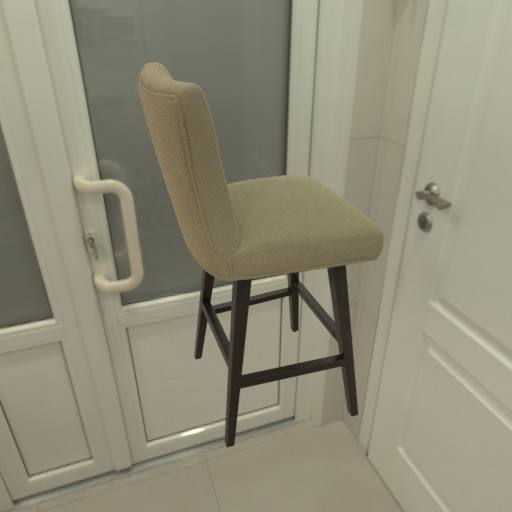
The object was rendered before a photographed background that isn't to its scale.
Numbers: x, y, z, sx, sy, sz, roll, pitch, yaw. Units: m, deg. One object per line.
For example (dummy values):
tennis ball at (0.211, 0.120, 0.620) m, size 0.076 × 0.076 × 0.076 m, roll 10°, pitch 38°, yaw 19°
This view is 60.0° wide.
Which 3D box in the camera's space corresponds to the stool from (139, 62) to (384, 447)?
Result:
stool at (0.000, 0.000, 1.381) m, size 0.574 × 1.086 × 0.514 m, roll -10°, pitch 30°, yaw -17°
